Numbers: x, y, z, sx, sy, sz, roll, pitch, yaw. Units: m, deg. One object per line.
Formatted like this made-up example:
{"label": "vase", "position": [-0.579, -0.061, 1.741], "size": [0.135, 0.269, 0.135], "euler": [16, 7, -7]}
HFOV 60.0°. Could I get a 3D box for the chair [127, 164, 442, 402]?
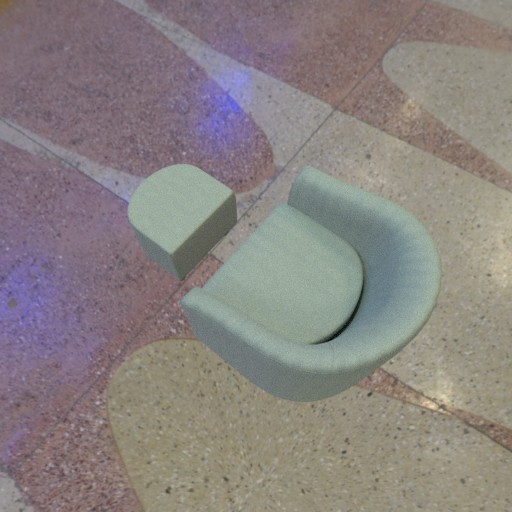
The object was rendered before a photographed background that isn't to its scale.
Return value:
{"label": "chair", "position": [0.000, 0.000, 1.796], "size": [1.288, 0.757, 0.756], "euler": [35, 68, 17]}
